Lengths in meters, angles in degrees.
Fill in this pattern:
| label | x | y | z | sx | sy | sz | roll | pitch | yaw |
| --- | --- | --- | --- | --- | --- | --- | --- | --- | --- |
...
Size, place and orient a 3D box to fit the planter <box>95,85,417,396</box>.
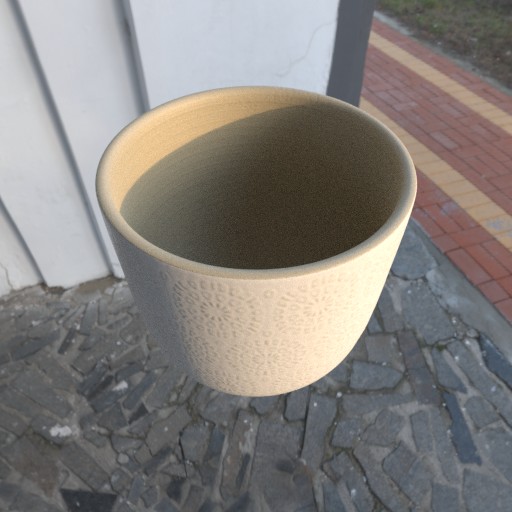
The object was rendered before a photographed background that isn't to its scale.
| label | x | y | z | sx | sy | sz | roll | pitch | yaw |
| --- | --- | --- | --- | --- | --- | --- | --- | --- | --- |
| planter | 0.000 | 0.000 | 0.363 | 0.208 | 0.190 | 0.208 | 0 | 47 | 0 |
